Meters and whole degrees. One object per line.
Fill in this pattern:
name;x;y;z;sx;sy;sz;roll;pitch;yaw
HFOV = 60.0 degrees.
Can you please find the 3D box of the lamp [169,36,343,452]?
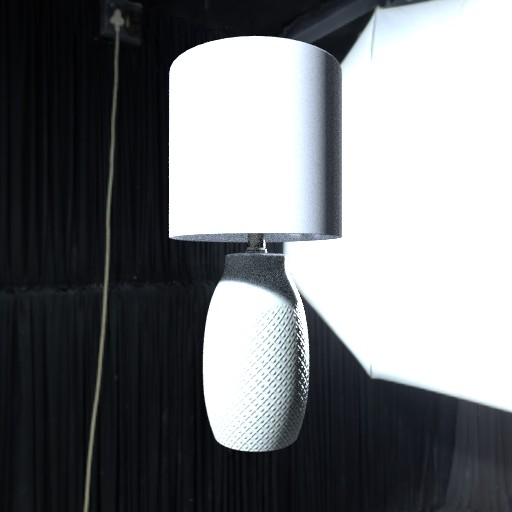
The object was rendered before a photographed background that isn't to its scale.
lamp;0.000;0.000;0.565;0.217;0.453;0.217;1;-1;-36
